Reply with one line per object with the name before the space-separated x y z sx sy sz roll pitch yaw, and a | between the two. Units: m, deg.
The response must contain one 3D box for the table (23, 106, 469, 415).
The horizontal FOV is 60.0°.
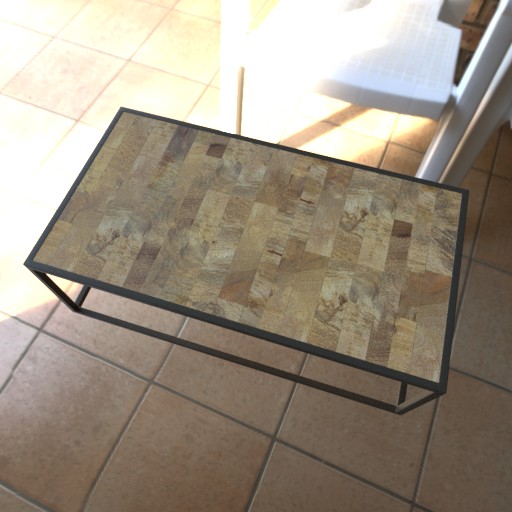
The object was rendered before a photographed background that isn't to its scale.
table | 0.000 0.000 1.505 1.199 0.398 0.649 16 64 8
